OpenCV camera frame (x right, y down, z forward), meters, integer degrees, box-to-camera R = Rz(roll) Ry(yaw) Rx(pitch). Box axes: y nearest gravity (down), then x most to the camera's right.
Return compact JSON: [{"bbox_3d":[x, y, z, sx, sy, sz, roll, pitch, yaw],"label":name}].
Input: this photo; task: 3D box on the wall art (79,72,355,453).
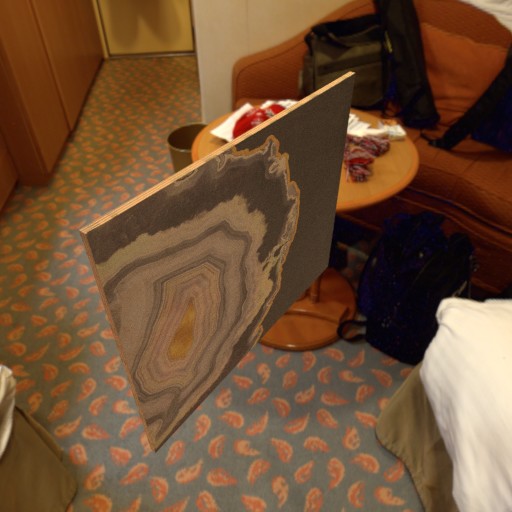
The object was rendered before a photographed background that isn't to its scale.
[{"bbox_3d":[0.000,0.000,0.673,0.010,0.408,0.508,26,47,27],"label":"wall art"}]
